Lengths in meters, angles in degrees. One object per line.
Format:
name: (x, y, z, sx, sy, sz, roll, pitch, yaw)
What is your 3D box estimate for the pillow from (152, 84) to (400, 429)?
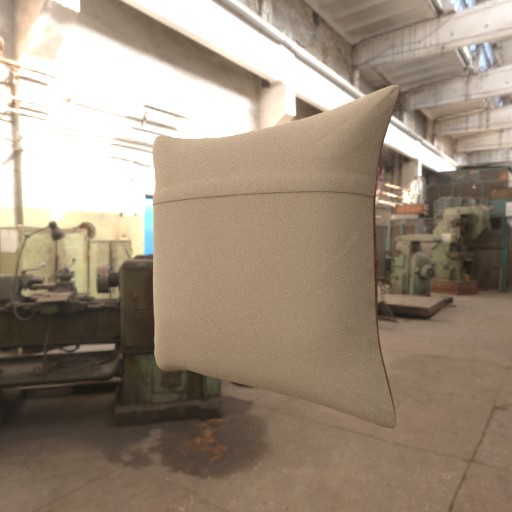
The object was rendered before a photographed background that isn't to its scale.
pillow: (0.000, 0.000, 0.764, 0.501, 0.477, 0.192, 2, 3, 37)
